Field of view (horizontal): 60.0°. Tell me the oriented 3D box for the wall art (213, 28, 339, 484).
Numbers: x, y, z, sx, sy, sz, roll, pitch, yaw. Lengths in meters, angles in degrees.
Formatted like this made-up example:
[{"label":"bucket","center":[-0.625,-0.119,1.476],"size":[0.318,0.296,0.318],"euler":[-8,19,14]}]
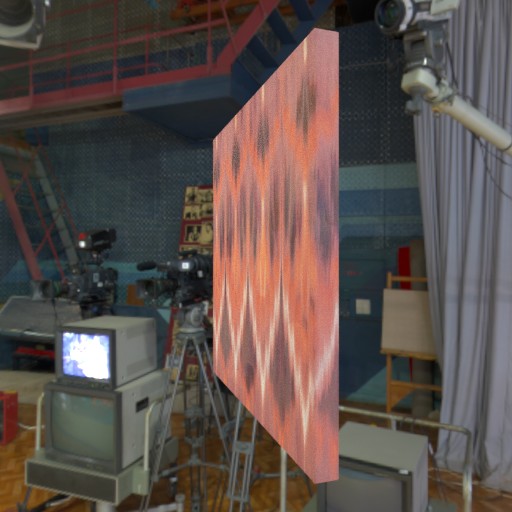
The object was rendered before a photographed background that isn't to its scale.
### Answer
[{"label":"wall art","center":[0.000,0.000,0.882],"size":[0.037,0.609,0.603],"euler":[0,0,-18]}]
